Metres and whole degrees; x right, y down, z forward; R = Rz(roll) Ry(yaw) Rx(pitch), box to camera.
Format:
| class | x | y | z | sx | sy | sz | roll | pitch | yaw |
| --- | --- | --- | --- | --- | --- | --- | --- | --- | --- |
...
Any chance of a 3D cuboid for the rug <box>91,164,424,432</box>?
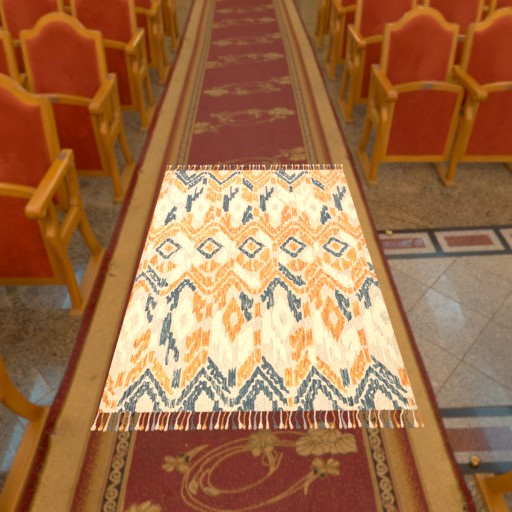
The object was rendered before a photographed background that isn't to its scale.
| class | x | y | z | sx | sy | sz | roll | pitch | yaw |
| --- | --- | --- | --- | --- | --- | --- | --- | --- | --- |
| rug | 0.000 | 0.000 | 2.939 | 1.533 | 0.010 | 2.428 | 0 | 41 | 0 |
